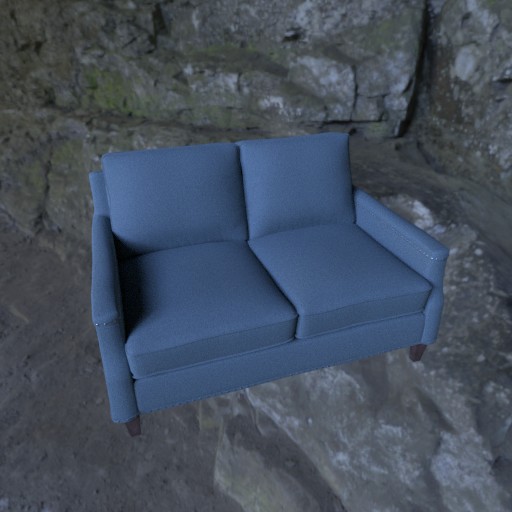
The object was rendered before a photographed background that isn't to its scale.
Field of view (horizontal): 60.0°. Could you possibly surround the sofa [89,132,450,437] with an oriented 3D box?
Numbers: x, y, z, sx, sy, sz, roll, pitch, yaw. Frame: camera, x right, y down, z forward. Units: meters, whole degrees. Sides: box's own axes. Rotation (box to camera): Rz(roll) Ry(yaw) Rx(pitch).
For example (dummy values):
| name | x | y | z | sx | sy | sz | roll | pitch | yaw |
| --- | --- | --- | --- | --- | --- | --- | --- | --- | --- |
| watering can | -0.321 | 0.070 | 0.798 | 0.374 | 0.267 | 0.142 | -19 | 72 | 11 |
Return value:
| name | x | y | z | sx | sy | sz | roll | pitch | yaw |
| --- | --- | --- | --- | --- | --- | --- | --- | --- | --- |
| sofa | 0.000 | 0.000 | 2.274 | 1.597 | 1.003 | 1.084 | -10 | 32 | -16 |
